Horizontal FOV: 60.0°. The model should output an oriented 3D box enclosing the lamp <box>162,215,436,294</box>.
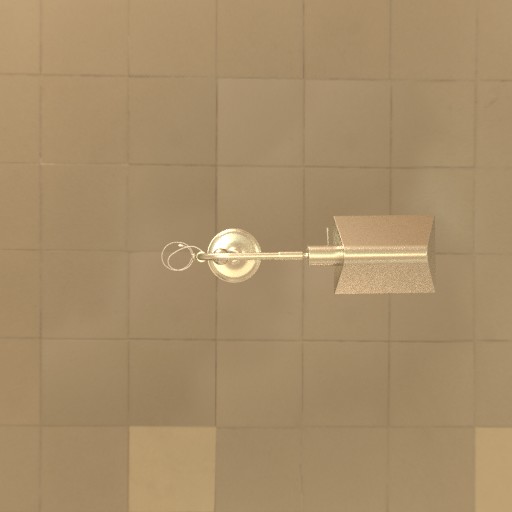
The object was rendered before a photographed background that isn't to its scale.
[{"bbox_3d":[0.000,0.000,0.958,0.546,0.708,0.159,0,90,-1],"label":"lamp"}]
